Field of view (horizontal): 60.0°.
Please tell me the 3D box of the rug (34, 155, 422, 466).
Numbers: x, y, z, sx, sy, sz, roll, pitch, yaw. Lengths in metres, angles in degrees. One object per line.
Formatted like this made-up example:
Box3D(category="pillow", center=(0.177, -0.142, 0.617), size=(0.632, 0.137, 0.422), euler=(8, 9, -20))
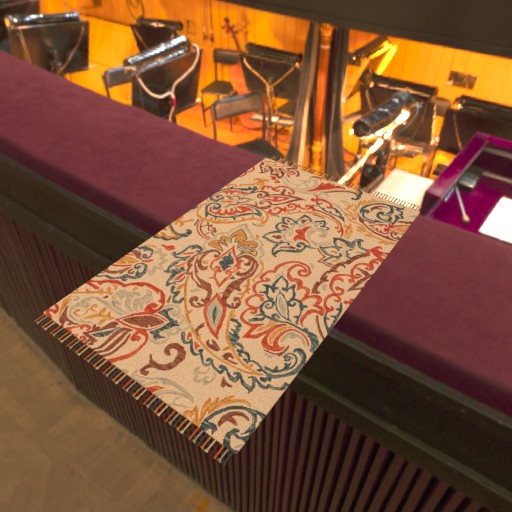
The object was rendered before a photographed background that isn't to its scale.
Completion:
Box3D(category="rug", center=(0.000, 0.000, 3.177), size=(1.523, 0.010, 2.584), euler=(25, 47, 26))
